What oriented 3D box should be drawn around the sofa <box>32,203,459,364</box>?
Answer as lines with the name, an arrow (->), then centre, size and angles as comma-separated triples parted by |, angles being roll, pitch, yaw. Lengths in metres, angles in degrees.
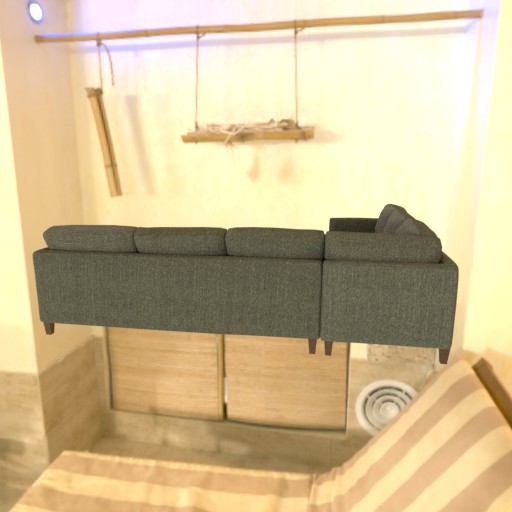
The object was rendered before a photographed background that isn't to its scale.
sofa -> 0.000, 0.000, 4.563 | 3.302, 0.947, 2.593 | 2, 13, 10
